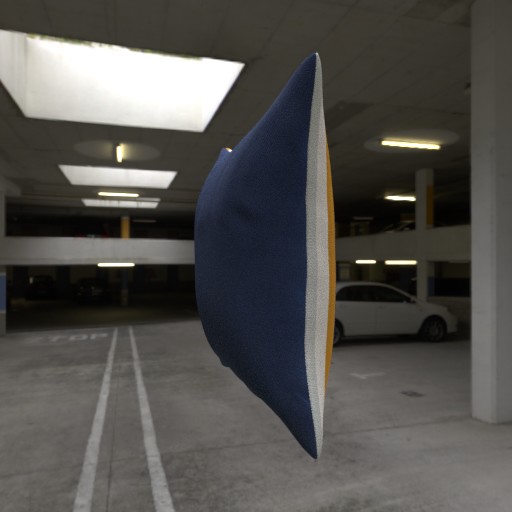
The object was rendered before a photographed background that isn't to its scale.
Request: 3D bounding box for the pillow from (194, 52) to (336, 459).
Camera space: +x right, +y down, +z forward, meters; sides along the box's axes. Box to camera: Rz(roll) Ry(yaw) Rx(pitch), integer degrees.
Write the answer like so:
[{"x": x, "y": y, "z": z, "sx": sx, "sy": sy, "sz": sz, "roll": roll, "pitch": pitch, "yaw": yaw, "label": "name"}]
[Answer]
[{"x": 0.000, "y": 0.000, "z": 0.712, "sx": 0.173, "sy": 0.454, "sz": 0.463, "roll": 0, "pitch": -1, "yaw": -17, "label": "pillow"}]
